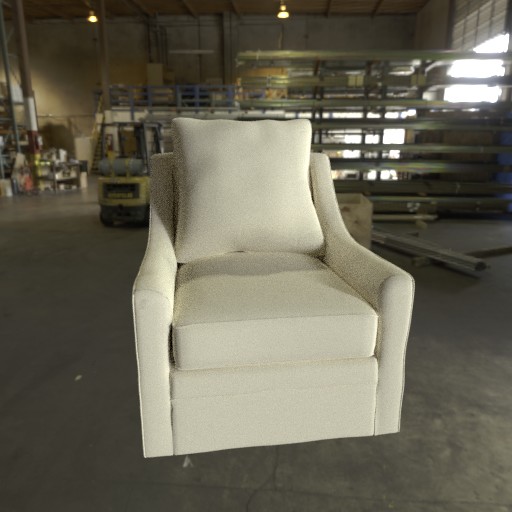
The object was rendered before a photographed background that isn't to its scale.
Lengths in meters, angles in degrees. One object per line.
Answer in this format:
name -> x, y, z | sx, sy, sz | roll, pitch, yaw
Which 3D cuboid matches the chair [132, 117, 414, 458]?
chair -> 0.000, 0.000, 1.568 | 0.756, 0.965, 0.876 | -2, 15, -8
